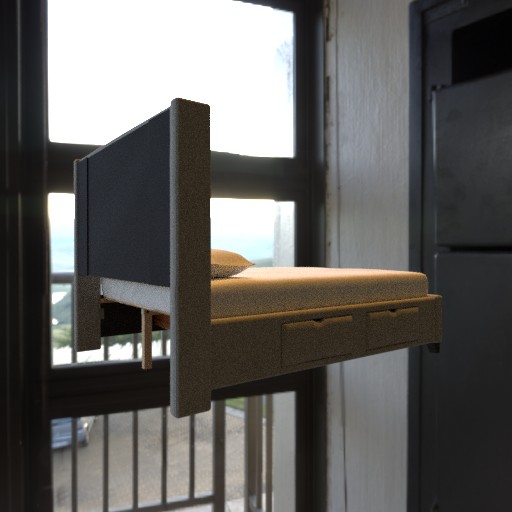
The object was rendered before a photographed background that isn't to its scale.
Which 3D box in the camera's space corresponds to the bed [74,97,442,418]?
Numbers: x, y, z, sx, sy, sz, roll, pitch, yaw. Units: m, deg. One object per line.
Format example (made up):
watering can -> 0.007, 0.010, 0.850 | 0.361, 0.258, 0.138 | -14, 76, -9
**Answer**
bed -> 0.000, 0.000, 3.395 | 2.222, 1.491, 1.774 | 0, 1, -37
